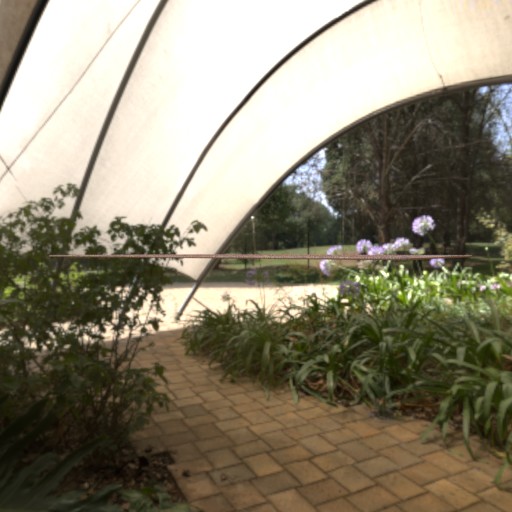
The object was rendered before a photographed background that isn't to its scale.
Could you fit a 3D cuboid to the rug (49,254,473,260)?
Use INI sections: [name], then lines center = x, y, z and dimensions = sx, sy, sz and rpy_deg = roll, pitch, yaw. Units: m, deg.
[rug]
center = 0.000, 0.000, 3.003
dimensions = 2.439, 0.011, 1.533
rpy_deg = 0, 1, 35
